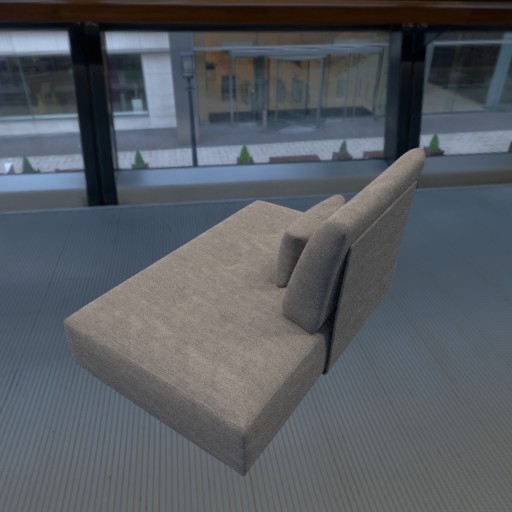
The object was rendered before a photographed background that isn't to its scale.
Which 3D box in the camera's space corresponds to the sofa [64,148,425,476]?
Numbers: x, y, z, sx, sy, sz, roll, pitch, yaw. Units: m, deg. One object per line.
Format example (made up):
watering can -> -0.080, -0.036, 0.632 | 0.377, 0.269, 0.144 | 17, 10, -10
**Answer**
sofa -> 0.000, 0.000, 2.024 | 1.002, 0.820, 1.450 | 20, 37, 29
